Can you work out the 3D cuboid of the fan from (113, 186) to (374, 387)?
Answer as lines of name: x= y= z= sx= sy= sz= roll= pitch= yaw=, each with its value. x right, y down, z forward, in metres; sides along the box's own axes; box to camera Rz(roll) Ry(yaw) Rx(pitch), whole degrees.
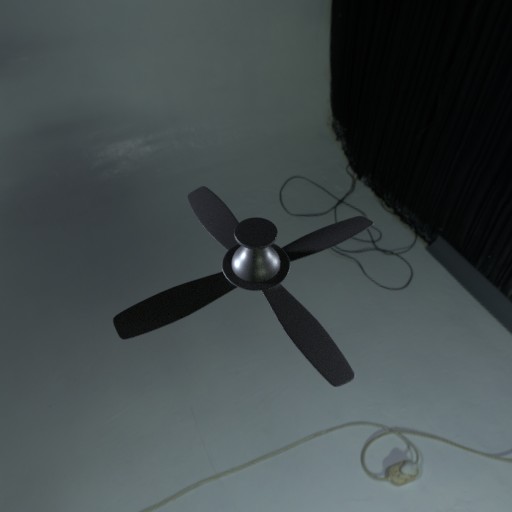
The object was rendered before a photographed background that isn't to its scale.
fan: x=0.000 y=0.000 z=2.526 sx=1.694 sy=0.382 sz=1.694 roll=-23 pitch=51 yaw=-20
